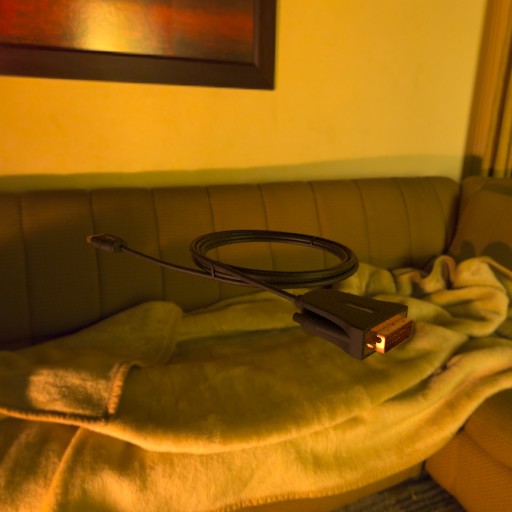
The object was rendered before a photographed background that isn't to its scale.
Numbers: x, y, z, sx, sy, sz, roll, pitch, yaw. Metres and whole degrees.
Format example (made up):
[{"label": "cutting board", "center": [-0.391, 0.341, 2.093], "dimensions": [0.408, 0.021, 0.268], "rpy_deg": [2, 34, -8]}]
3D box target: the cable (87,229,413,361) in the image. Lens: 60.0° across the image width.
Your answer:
[{"label": "cable", "center": [0.000, 0.000, 0.329], "dimensions": [0.136, 0.015, 0.281], "rpy_deg": [-15, 22, -42]}]
